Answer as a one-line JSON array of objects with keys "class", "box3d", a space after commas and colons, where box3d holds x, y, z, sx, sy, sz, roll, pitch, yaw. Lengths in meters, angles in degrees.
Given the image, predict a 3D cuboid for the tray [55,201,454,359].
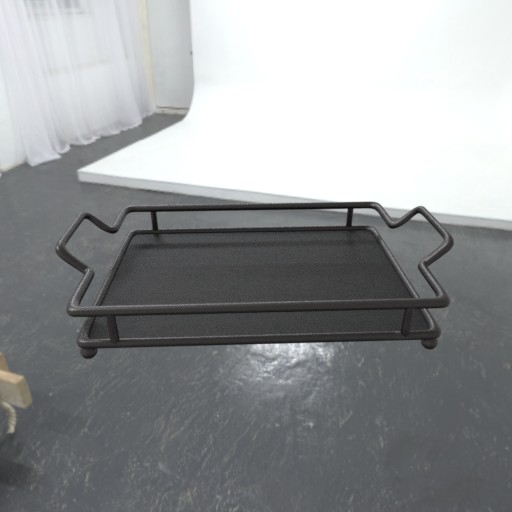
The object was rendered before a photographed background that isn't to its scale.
[{"class": "tray", "box3d": [0.000, 0.000, 0.613, 0.495, 0.101, 0.297, -1, 29, -2]}]
